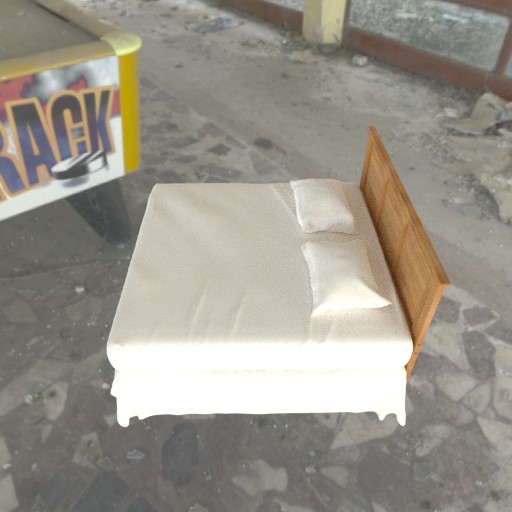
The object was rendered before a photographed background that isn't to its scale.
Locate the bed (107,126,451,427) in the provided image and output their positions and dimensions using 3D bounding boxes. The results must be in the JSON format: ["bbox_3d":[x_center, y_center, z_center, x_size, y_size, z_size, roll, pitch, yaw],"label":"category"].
[{"bbox_3d":[0.000,0.000,3.611,2.215,1.270,2.317,-1,41,-1],"label":"bed"}]
